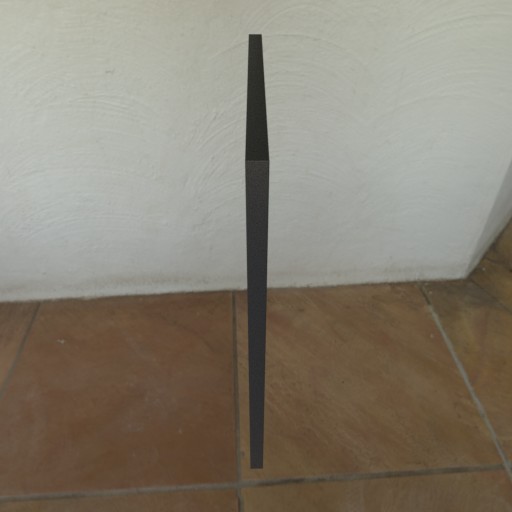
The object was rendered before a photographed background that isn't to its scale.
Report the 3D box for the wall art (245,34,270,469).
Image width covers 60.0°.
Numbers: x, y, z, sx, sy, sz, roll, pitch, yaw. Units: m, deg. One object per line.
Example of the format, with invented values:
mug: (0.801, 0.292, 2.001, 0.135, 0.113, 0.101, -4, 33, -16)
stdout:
wall art: (0.000, 0.000, 1.357, 0.039, 1.061, 0.804, 0, 40, 0)
